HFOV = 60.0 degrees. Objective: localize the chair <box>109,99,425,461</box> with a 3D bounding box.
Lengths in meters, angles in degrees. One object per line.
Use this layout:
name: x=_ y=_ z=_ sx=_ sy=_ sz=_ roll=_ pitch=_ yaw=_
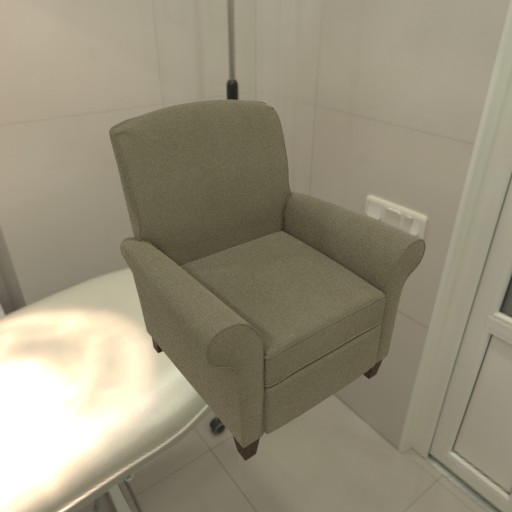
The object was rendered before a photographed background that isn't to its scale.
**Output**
chair: x=0.000 y=0.000 z=1.776 sx=0.978 sy=1.061 sz=0.905 roll=-20 pitch=36 yaw=-31
